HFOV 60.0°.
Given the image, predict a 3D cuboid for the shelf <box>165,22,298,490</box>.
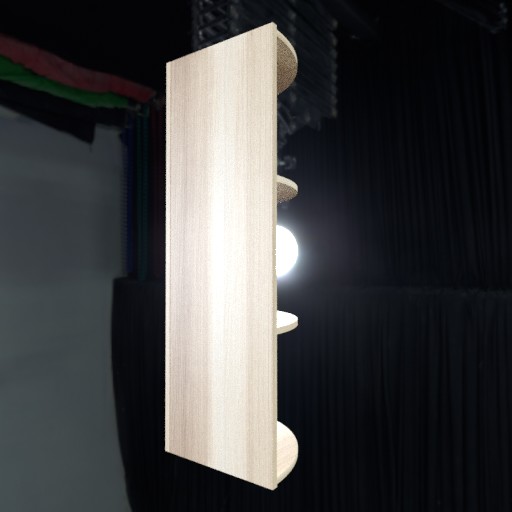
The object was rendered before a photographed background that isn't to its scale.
[{"bbox_3d":[0.000,0.000,1.028,0.290,0.872,0.290,-1,-1,36],"label":"shelf"}]
